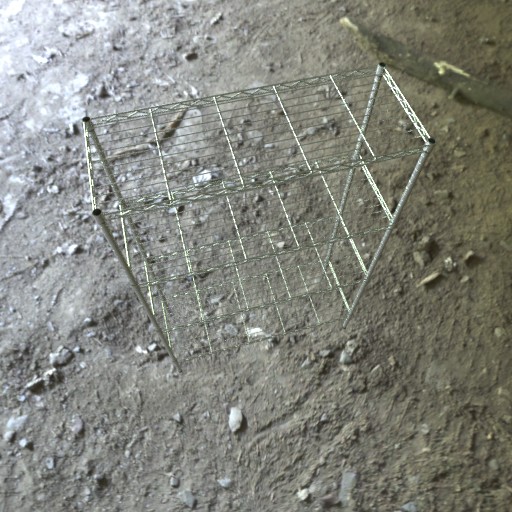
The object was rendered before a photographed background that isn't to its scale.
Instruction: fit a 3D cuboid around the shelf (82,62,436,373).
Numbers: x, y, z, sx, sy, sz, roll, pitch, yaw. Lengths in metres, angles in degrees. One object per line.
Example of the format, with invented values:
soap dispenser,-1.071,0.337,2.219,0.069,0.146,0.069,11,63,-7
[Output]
shelf,0.000,0.000,1.788,0.907,1.360,0.352,-13,61,-8
